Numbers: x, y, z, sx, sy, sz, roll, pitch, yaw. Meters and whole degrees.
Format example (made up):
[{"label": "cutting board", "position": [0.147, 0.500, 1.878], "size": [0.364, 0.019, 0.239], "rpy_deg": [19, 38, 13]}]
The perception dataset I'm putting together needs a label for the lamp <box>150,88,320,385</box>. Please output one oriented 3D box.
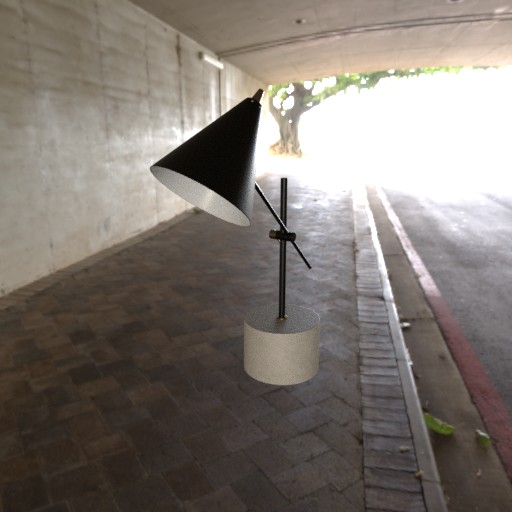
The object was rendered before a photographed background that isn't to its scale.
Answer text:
[{"label": "lamp", "position": [0.000, 0.000, 0.747], "size": [0.214, 0.518, 0.403], "rpy_deg": [14, 21, 42]}]
